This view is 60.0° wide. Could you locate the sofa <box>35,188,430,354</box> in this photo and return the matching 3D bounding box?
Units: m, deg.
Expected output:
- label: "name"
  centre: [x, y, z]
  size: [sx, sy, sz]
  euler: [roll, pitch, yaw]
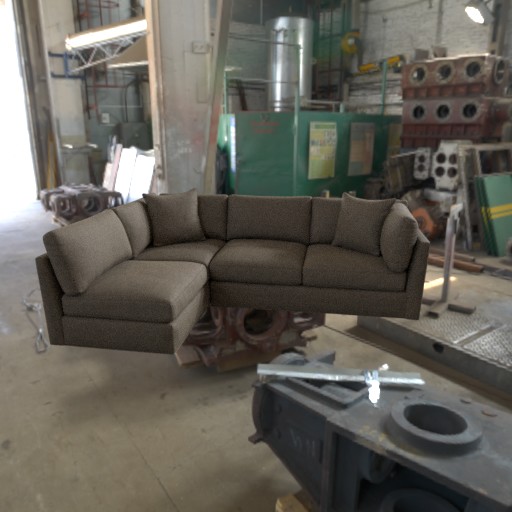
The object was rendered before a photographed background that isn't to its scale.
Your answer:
- label: "sofa"
  centre: [0.000, 0.000, 3.921]
  size: [2.896, 0.978, 1.994]
  euler: [3, 16, 9]
